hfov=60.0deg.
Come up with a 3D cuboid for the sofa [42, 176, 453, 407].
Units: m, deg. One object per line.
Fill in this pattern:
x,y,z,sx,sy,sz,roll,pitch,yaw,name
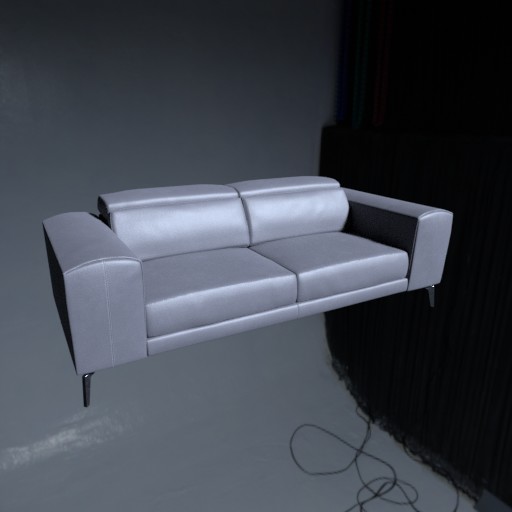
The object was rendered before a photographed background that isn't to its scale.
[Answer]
0.000,0.000,2.770,2.330,0.814,1.048,-10,20,-27,sofa
